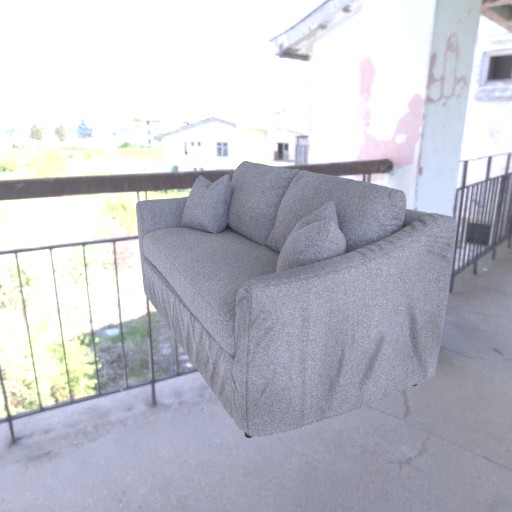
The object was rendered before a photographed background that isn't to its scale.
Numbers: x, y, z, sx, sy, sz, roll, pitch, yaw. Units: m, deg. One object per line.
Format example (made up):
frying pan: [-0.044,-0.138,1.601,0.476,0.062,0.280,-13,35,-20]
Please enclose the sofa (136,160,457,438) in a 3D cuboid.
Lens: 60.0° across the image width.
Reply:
sofa: [0.000,0.000,2.706,1.072,1.018,2.010,-8,18,-25]
